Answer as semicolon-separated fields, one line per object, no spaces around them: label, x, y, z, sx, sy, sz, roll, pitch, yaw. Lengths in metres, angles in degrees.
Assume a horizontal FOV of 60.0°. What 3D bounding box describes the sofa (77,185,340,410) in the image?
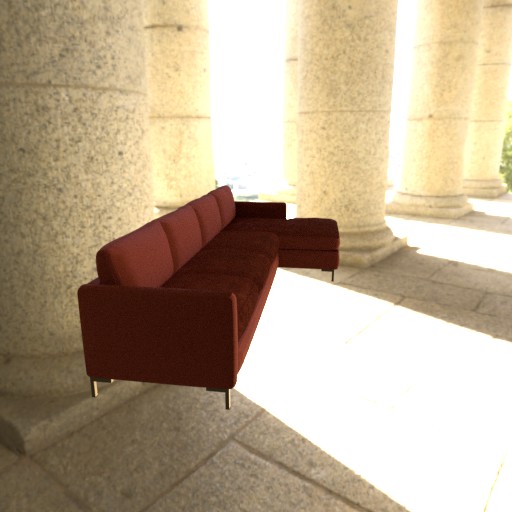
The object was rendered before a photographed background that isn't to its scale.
sofa;0.000;0.000;3.489;1.350;0.810;2.932;2;16;9
